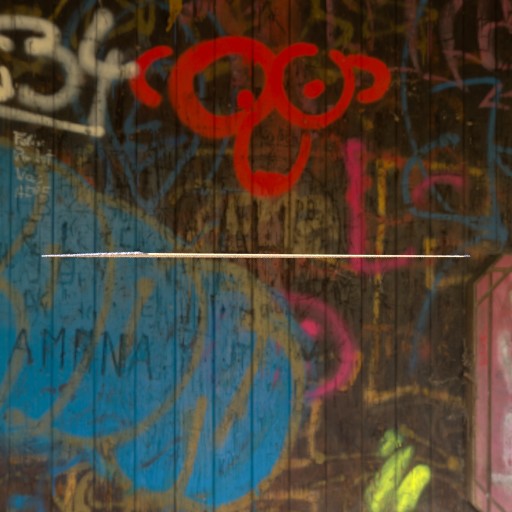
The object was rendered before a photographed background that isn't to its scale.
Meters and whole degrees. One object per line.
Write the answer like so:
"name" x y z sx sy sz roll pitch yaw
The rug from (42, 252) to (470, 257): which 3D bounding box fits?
"rug" 0.000 0.000 4.325 3.416 0.016 2.471 0 -1 -36
